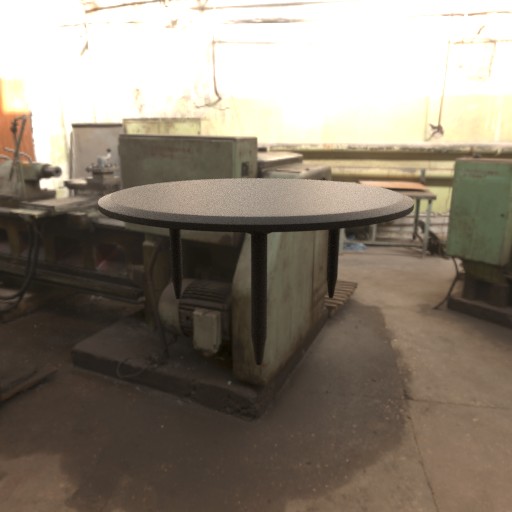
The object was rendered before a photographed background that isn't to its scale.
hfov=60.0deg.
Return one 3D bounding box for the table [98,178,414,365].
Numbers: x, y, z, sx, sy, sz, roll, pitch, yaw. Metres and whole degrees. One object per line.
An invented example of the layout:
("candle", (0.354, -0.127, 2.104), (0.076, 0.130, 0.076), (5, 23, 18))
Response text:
("table", (0.000, 0.000, 1.382), (0.900, 0.400, 0.900), (0, 15, 0))
